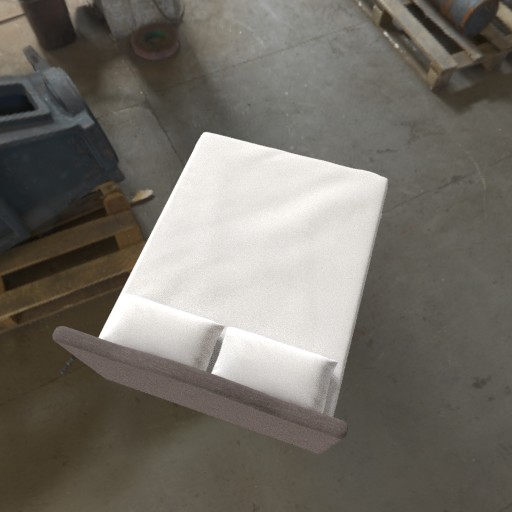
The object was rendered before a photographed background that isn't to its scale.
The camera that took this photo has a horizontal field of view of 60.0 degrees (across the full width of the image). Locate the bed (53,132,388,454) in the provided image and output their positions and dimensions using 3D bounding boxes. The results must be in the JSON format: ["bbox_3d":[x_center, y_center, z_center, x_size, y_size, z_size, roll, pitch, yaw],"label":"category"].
[{"bbox_3d":[0.000,0.000,3.997,2.161,1.457,2.689,16,64,8],"label":"bed"}]
